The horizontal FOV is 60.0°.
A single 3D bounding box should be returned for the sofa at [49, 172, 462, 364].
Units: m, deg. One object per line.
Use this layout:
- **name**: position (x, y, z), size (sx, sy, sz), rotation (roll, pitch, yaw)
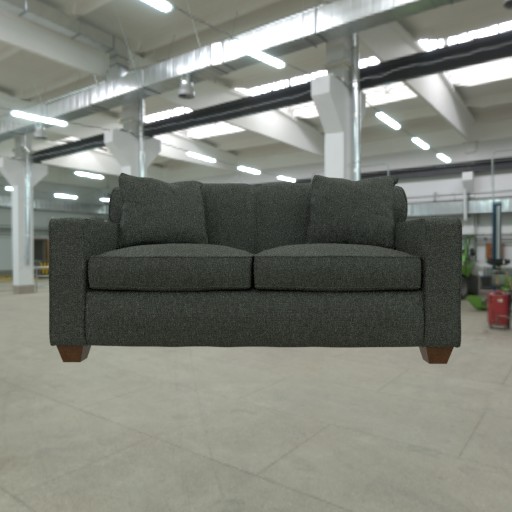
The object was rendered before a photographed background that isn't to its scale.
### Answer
- **sofa**: position (0.000, 0.000, 2.410), size (1.846, 0.958, 0.998), rotation (0, 1, 1)
